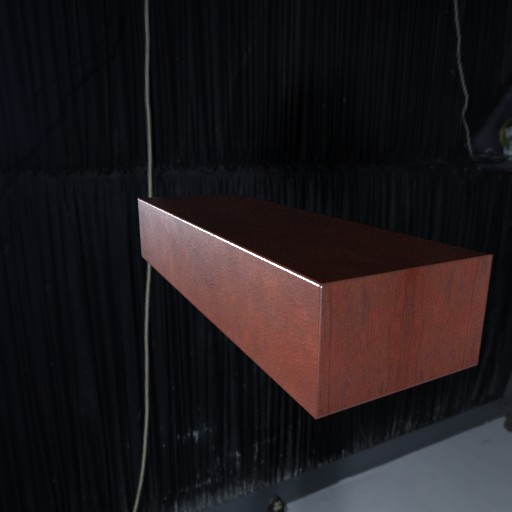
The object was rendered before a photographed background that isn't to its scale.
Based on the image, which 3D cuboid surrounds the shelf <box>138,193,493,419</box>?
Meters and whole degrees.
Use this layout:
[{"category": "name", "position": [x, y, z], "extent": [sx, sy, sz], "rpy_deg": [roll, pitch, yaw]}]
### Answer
[{"category": "shelf", "position": [0.000, 0.000, 0.497], "extent": [0.152, 0.088, 0.457], "rpy_deg": [-7, 16, -26]}]
